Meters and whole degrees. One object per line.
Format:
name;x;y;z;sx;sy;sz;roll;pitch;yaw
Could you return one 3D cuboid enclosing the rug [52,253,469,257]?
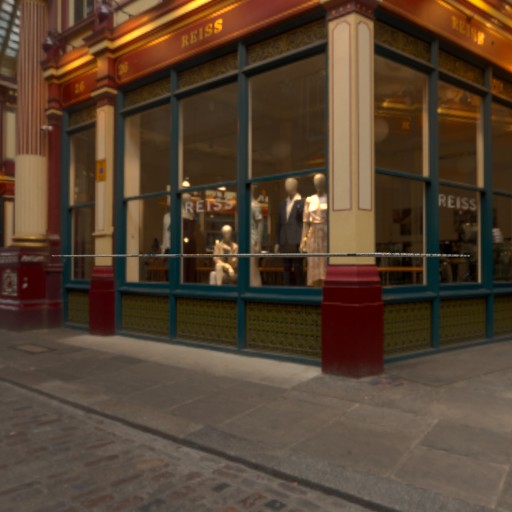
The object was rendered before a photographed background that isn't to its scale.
rug;0.000;0.000;2.321;1.827;0.008;1.230;0;0;36
